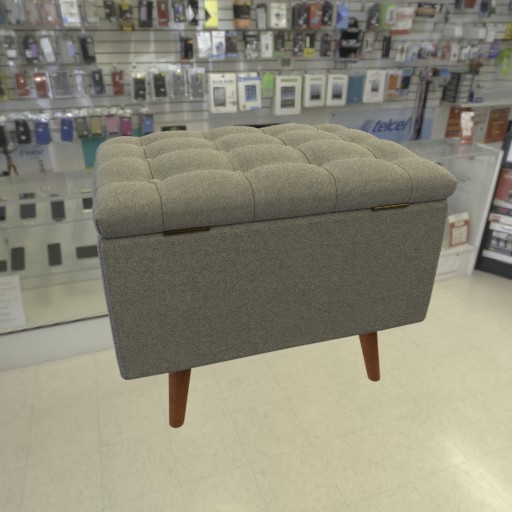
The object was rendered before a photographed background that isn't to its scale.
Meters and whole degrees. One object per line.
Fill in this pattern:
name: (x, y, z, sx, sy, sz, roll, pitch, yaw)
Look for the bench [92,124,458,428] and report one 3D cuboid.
bench: (0.000, 0.000, 0.906, 0.572, 0.469, 0.417, -8, 28, -15)
